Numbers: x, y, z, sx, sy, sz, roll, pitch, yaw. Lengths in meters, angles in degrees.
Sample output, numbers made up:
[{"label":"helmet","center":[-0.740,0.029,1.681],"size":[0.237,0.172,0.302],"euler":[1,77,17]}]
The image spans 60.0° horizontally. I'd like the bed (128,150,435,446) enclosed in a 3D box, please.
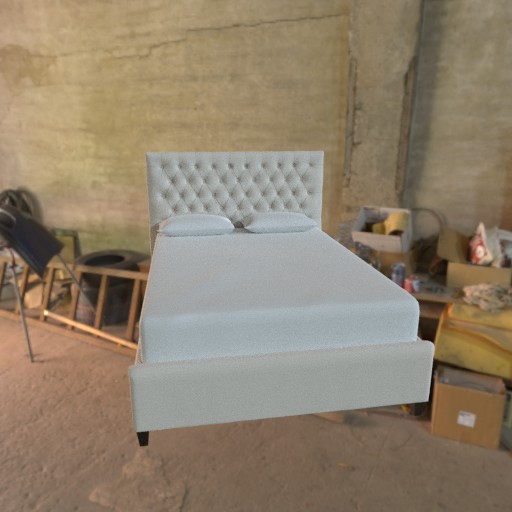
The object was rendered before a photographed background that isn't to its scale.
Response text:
[{"label":"bed","center":[0.000,0.000,3.327],"size":[1.696,1.426,2.233],"euler":[-3,16,-9]}]
